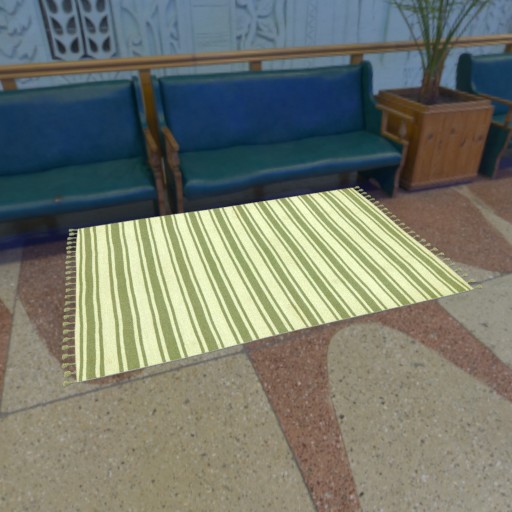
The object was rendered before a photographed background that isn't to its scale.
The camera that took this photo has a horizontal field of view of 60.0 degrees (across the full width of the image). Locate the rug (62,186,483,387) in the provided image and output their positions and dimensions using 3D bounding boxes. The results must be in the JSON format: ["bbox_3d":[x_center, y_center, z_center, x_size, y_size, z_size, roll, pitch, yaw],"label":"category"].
[{"bbox_3d":[0.000,0.000,2.990,2.435,0.018,1.540,-10,35,-15],"label":"rug"}]
